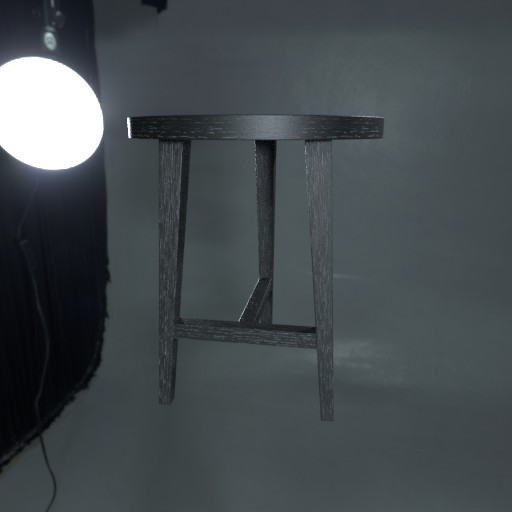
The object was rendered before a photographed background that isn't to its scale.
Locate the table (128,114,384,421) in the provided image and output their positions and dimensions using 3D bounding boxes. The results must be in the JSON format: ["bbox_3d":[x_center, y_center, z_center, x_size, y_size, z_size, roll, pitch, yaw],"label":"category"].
[{"bbox_3d":[0.000,0.000,0.777,0.399,0.460,0.399,0,16,0],"label":"table"}]
